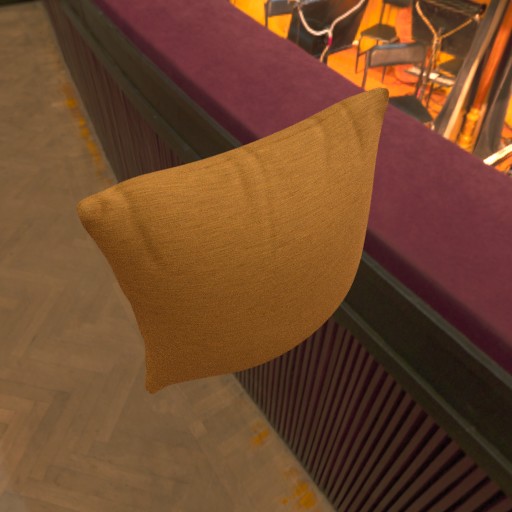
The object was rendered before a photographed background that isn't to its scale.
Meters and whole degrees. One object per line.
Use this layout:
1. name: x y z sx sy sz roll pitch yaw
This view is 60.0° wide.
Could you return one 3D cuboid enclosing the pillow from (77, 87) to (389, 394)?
1. pillow: 0.000 0.000 0.668 0.435 0.417 0.247 -27 53 -22
